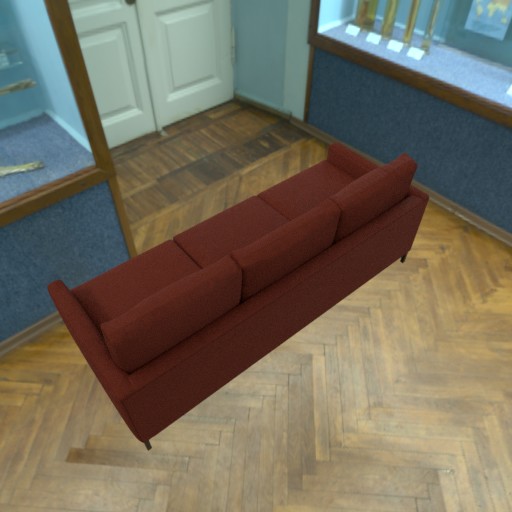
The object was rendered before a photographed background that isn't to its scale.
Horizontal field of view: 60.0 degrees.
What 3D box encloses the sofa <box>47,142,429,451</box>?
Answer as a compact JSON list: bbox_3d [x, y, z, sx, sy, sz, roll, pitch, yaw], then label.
[{"bbox_3d":[0.000,0.000,2.749,2.252,0.879,0.875,-31,53,-26],"label":"sofa"}]
